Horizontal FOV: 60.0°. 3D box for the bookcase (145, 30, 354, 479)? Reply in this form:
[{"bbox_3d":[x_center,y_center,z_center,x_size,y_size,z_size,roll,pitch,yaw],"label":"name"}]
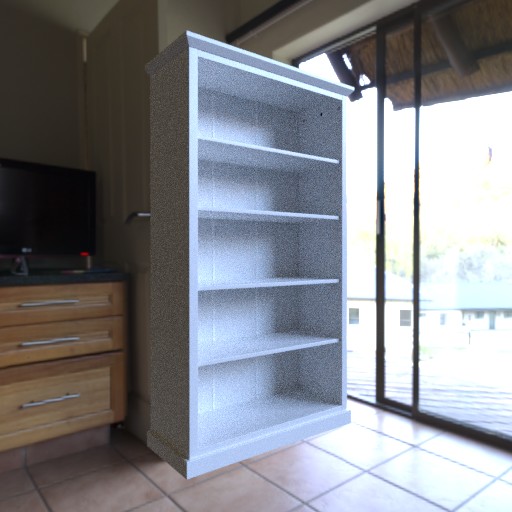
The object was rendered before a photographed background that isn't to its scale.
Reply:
[{"bbox_3d":[0.000,0.000,2.334,1.050,1.880,0.432,0,0,-37],"label":"bookcase"}]
